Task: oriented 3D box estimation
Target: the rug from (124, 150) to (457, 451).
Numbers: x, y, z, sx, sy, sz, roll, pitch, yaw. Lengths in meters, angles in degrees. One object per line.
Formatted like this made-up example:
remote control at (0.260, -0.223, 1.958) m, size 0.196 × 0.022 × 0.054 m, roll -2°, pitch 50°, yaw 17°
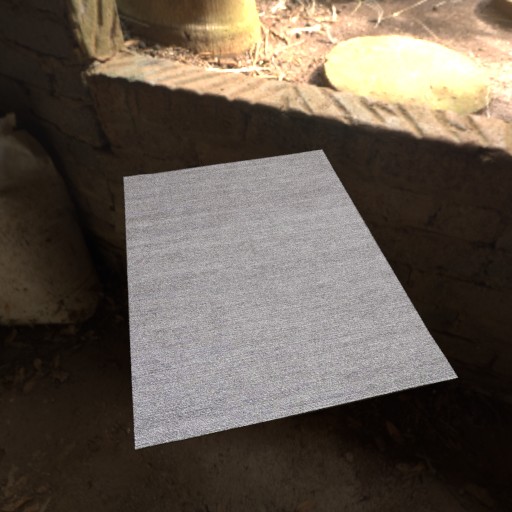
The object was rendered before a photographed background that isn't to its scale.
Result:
rug at (0.000, 0.000, 4.264) m, size 2.434 × 0.045 × 3.202 m, roll -9°, pitch 47°, yaw -9°
